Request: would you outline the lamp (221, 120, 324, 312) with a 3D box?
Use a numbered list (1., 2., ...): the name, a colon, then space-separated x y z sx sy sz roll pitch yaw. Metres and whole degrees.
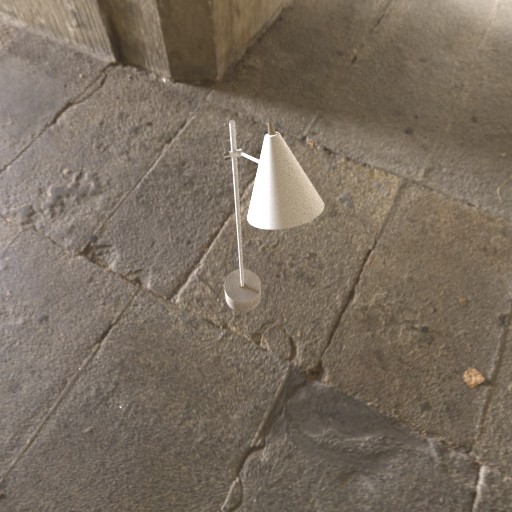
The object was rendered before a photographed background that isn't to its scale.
1. lamp: 0.000 0.000 1.608 0.223 1.430 0.508 -15 63 -8
